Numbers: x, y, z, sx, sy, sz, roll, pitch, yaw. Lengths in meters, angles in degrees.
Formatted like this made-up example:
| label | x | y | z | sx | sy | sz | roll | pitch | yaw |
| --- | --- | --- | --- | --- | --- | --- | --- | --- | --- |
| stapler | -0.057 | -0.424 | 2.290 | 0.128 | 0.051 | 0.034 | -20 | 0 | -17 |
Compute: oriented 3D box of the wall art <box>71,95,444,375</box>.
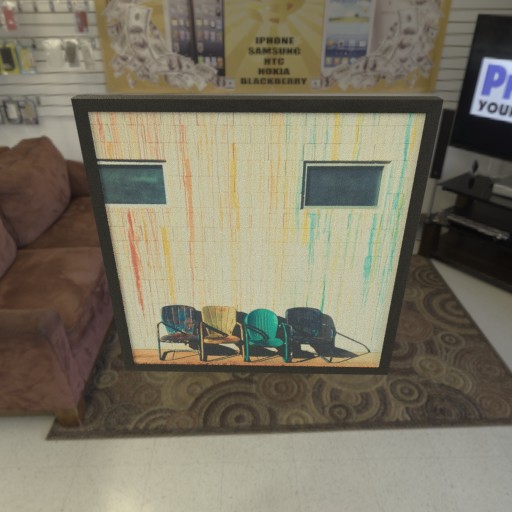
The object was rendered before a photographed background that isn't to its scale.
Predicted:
| label | x | y | z | sx | sy | sz | roll | pitch | yaw |
| --- | --- | --- | --- | --- | --- | --- | --- | --- | --- |
| wall art | 0.000 | 0.000 | 1.112 | 0.763 | 0.763 | 0.039 | 1 | 30 | 1 |
